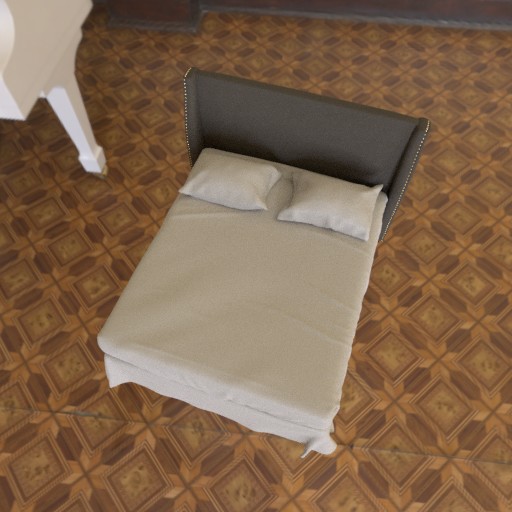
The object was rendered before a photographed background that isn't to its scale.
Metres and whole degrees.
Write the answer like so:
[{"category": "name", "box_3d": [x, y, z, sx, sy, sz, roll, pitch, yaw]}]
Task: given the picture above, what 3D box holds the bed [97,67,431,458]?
[{"category": "bed", "box_3d": [0.000, 0.000, 3.340, 1.925, 1.332, 2.276, 16, 60, 10]}]
